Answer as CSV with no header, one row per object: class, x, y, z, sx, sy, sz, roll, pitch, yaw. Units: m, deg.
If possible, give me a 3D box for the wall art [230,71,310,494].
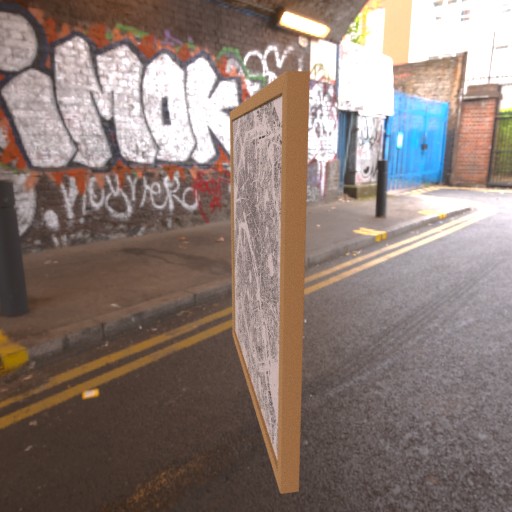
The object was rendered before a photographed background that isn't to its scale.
wall art,0.000,0.000,1.131,0.037,0.761,0.761,-2,14,-10
